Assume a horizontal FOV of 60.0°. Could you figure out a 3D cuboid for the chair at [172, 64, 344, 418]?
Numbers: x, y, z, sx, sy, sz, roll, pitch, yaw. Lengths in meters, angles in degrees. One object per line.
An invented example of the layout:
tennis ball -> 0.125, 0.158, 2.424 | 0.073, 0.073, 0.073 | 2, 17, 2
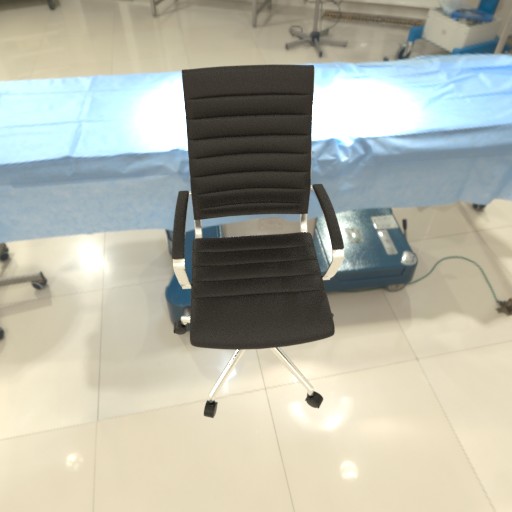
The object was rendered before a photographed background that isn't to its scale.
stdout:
chair -> 0.000, 0.000, 1.659 | 0.766, 1.149, 0.739 | -3, 47, -3
